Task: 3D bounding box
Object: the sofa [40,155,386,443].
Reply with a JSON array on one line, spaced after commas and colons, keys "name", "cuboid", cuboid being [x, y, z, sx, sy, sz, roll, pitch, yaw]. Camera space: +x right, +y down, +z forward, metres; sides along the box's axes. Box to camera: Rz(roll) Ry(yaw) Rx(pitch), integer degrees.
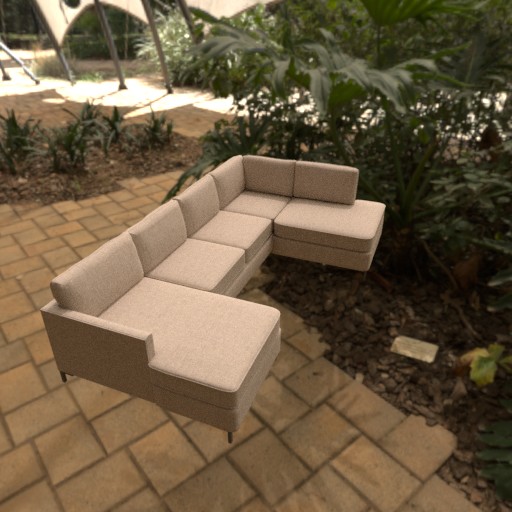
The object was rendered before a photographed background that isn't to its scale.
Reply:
[{"name": "sofa", "cuboid": [0.000, 0.000, 4.330, 2.021, 0.996, 3.423, 11, 32, 19]}]
